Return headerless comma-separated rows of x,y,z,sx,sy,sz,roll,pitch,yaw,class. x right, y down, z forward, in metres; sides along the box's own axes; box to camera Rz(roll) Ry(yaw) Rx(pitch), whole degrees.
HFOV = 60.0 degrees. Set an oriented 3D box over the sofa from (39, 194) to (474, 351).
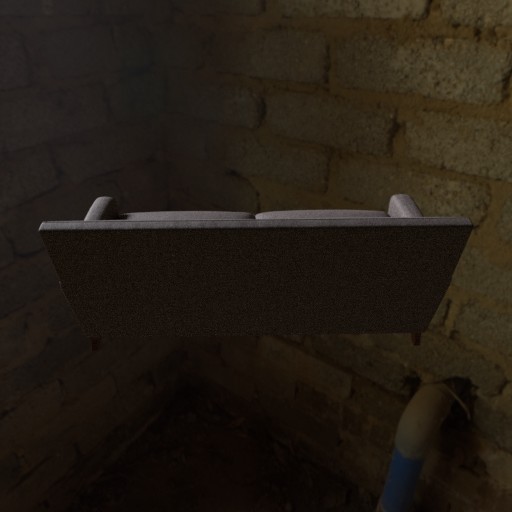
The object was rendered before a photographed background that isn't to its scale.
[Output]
0.000,0.000,2.512,1.976,0.846,0.875,-1,31,-1,sofa
